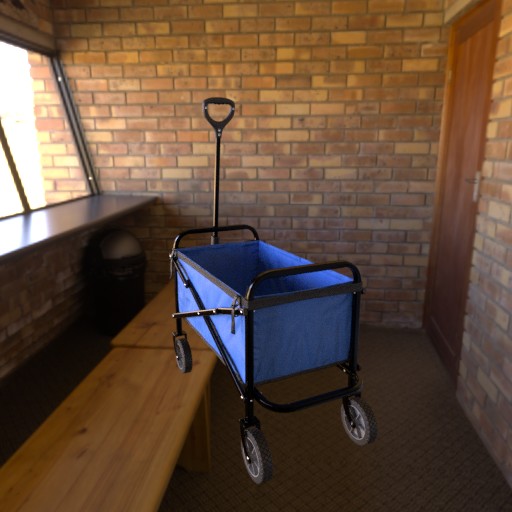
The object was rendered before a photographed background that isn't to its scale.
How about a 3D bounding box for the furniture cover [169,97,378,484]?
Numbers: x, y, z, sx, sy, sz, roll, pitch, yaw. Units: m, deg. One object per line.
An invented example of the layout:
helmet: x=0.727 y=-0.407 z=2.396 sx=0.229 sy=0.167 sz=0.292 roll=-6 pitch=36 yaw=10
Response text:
furniture cover: x=0.000 y=0.000 z=1.811 sx=0.532 sy=1.295 sz=1.038 roll=-7 pitch=15 yaw=-25
